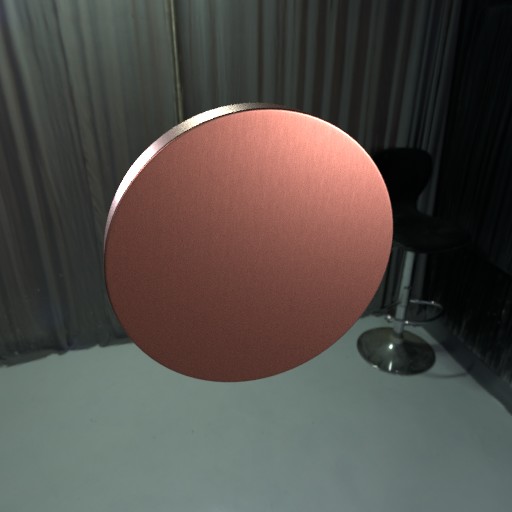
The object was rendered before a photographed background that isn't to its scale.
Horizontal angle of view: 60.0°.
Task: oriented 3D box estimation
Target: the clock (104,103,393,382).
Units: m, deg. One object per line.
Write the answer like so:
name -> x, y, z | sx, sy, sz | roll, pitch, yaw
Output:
clock -> 0.000, 0.000, 0.483 | 0.313, 0.313, 0.040 | -8, 27, -15
